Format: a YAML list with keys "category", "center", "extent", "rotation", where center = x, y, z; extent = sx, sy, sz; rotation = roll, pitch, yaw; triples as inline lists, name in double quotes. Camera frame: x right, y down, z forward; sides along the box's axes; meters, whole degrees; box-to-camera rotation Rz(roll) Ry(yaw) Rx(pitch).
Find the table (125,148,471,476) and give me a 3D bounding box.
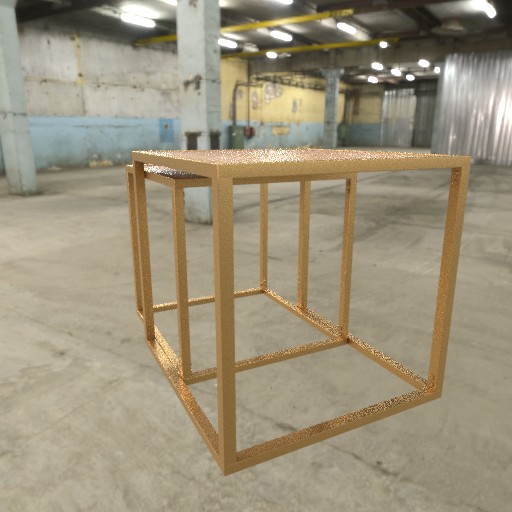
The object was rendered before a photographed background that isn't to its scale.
- category: "table"
  center: [0.000, 0.000, 1.097]
  extent: [0.505, 0.505, 0.762]
  rotation: [-8, 17, -26]
